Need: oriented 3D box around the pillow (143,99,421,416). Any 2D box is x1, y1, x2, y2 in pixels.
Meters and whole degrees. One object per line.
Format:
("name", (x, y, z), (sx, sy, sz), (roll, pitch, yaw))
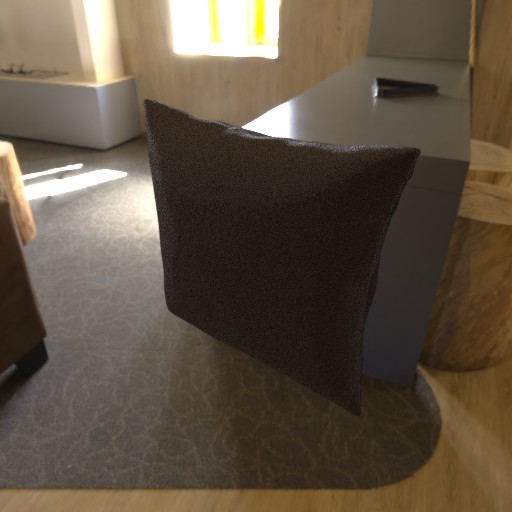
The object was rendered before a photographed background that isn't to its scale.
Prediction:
("pillow", (0.000, 0.000, 0.710), (0.452, 0.439, 0.204), (22, 37, 31))
